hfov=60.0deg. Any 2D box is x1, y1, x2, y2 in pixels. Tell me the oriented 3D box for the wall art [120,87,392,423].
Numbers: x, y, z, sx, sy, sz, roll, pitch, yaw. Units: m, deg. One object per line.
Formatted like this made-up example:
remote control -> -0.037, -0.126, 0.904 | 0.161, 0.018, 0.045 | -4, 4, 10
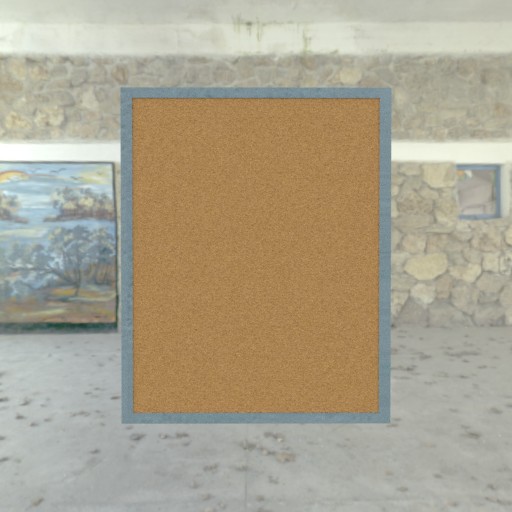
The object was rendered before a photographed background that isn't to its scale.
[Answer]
wall art -> 0.000, 0.000, 0.689 | 0.409, 0.509, 0.037 | 0, 1, 0
